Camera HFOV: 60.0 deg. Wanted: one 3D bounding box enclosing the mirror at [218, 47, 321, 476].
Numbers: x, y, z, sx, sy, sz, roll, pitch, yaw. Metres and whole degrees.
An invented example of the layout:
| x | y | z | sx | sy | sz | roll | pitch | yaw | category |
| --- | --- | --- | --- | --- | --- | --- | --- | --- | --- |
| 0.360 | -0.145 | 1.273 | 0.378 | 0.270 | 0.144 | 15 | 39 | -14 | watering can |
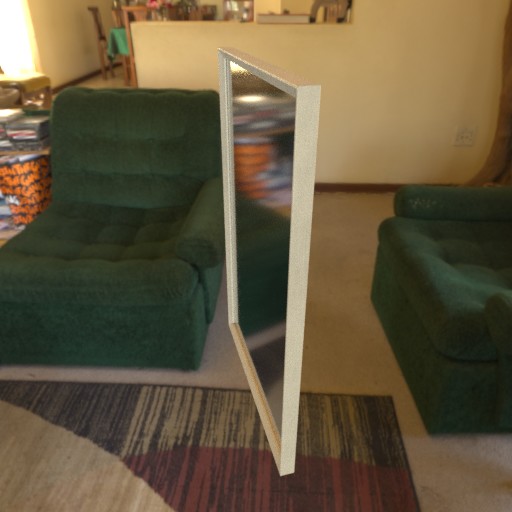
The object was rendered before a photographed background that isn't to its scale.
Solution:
| x | y | z | sx | sy | sz | roll | pitch | yaw | category |
| --- | --- | --- | --- | --- | --- | --- | --- | --- | --- |
| 0.000 | 0.000 | 1.127 | 0.041 | 0.915 | 0.609 | -8 | 31 | -13 | mirror |
